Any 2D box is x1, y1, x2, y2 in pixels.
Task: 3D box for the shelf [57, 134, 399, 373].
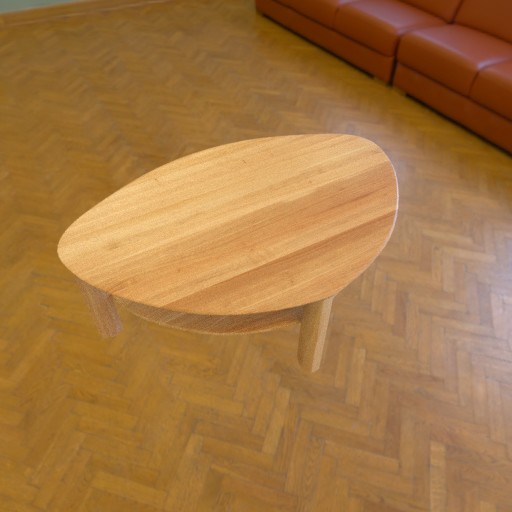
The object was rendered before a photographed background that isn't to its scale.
[{"bbox_3d":[0.000,0.000,1.645,1.246,0.440,0.845,-23,50,-21],"label":"shelf"}]
